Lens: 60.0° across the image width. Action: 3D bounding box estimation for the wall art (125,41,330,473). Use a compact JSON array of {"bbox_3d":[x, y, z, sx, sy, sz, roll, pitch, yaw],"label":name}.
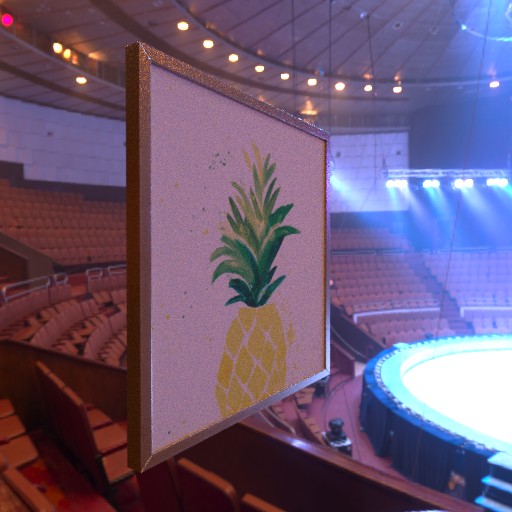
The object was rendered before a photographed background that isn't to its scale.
[{"bbox_3d":[0.000,0.000,1.102,0.037,0.760,0.762,1,1,35],"label":"wall art"}]
